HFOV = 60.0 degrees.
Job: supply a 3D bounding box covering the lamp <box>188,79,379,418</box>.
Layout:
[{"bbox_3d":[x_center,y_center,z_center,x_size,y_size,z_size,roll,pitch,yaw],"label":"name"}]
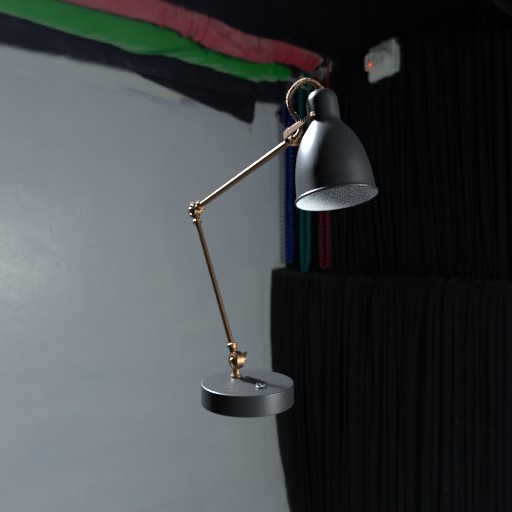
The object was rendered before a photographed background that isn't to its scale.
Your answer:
[{"bbox_3d":[0.000,0.000,0.872,0.187,0.587,0.561,0,0,-35],"label":"lamp"}]
